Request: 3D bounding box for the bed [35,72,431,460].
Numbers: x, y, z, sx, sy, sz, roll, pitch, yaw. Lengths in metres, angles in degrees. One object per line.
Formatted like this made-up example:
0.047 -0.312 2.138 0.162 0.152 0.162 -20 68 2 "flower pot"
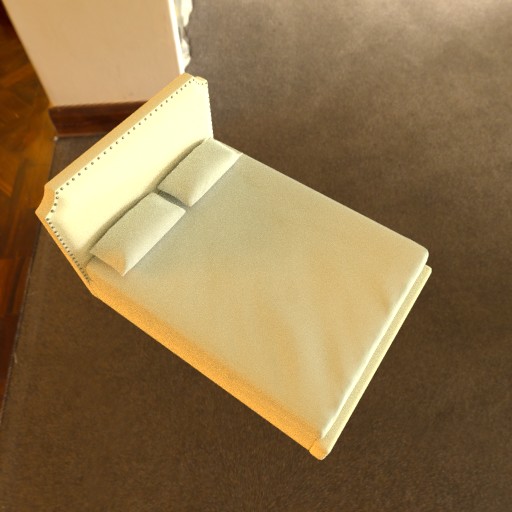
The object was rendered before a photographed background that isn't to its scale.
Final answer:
0.000 0.000 3.376 2.329 1.415 1.703 31 63 17 "bed"
